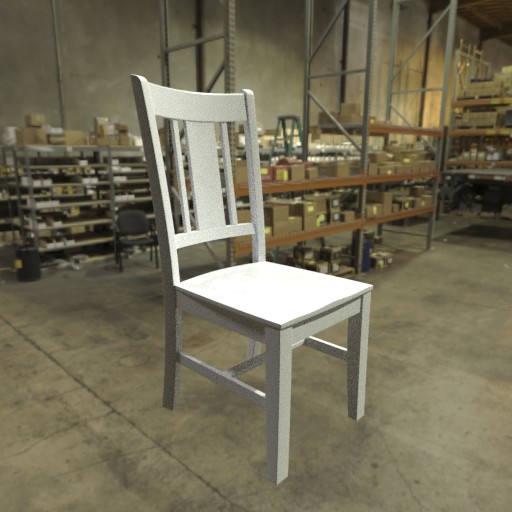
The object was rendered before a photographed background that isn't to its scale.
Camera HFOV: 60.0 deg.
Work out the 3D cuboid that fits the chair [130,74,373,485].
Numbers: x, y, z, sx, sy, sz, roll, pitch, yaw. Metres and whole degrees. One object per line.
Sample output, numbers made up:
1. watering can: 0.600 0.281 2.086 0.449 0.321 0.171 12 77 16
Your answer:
1. chair: 0.000 0.000 1.295 0.555 0.998 0.450 13 19 42
